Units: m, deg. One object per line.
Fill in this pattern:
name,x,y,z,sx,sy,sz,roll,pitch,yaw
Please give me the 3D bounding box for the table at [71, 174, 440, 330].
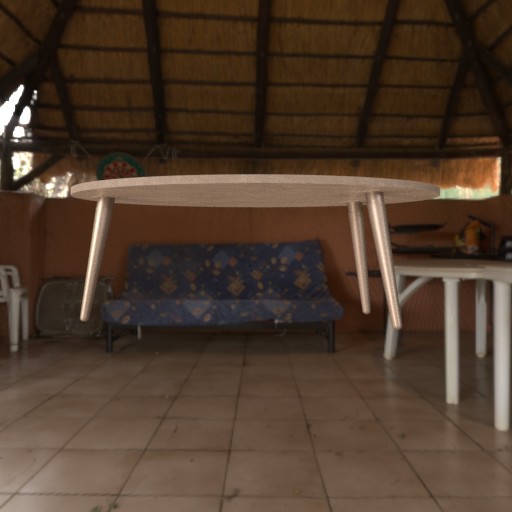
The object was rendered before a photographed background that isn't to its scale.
table,0.000,0.000,1.327,1.083,0.390,0.542,0,0,0
